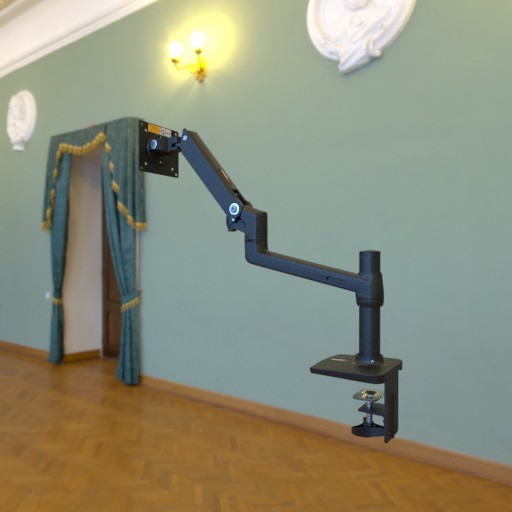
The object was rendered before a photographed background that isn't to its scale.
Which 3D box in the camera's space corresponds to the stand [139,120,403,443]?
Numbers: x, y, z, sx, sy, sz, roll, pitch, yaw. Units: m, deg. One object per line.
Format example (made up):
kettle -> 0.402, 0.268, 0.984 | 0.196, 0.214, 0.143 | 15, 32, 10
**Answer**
stand -> 0.000, 0.000, 1.041 | 0.650, 0.713, 0.152 | 0, 1, 34
